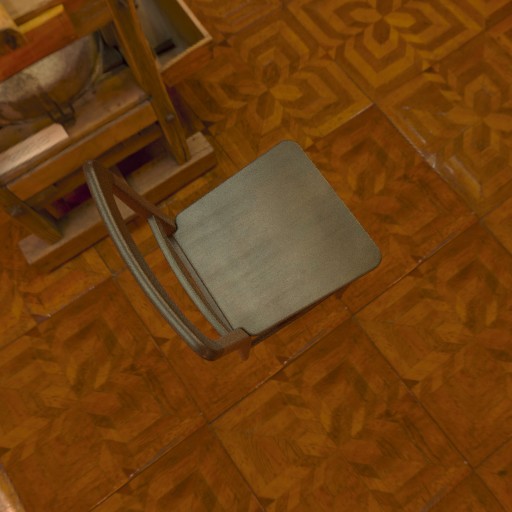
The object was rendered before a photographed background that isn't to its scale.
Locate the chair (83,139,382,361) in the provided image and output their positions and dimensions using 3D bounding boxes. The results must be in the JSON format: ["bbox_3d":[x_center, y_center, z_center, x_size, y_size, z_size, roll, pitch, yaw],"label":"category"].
[{"bbox_3d":[0.000,0.000,1.277,0.546,0.991,0.450,-33,77,-9],"label":"chair"}]
